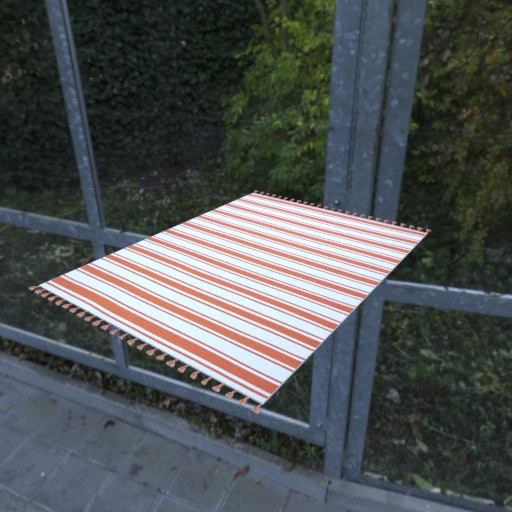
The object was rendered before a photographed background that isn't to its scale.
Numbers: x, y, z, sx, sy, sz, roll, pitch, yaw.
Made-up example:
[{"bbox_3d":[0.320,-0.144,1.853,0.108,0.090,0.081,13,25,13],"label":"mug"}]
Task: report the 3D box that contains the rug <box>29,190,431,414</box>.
[{"bbox_3d":[0.000,0.000,4.430,2.451,0.035,3.369,18,31,32],"label":"rug"}]
